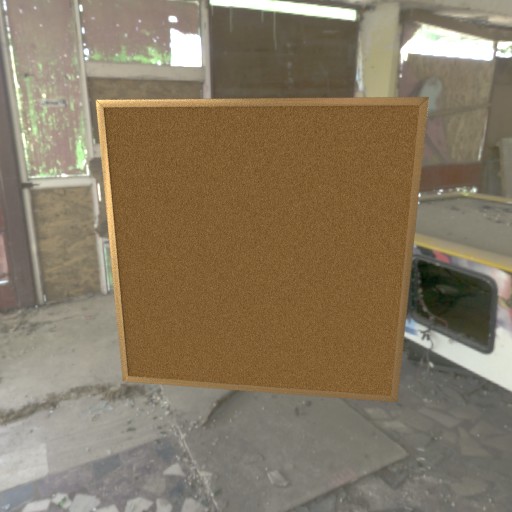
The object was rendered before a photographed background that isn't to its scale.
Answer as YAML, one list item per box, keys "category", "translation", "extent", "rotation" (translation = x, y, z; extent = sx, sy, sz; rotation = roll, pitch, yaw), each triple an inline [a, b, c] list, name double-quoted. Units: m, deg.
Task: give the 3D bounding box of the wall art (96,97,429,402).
- category: "wall art"
  translation: [0.000, 0.000, 0.755]
  extent: [0.505, 0.505, 0.037]
  rotation: [2, 16, 7]
